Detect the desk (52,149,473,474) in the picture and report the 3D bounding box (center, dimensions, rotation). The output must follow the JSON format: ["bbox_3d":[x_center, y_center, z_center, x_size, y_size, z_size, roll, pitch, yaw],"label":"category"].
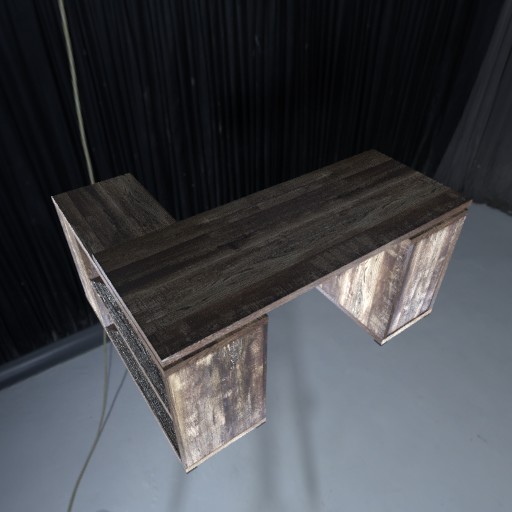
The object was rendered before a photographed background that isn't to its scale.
[{"bbox_3d":[0.000,0.000,2.265,1.524,0.753,1.200,-24,46,-26],"label":"desk"}]
